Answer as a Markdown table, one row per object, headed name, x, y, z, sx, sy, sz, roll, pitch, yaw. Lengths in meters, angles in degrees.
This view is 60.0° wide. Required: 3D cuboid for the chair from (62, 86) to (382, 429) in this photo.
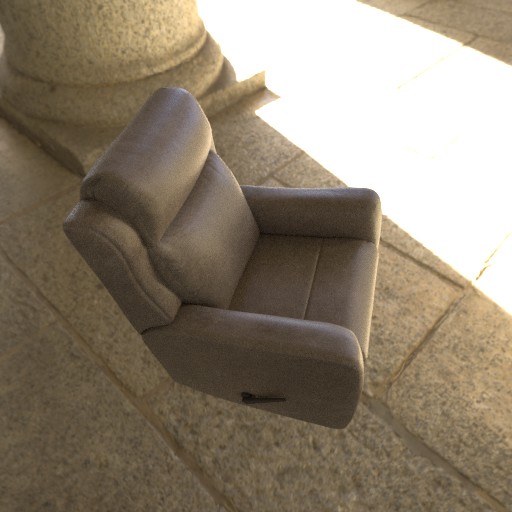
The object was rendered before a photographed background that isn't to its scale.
| name | x | y | z | sx | sy | sz | roll | pitch | yaw |
| --- | --- | --- | --- | --- | --- | --- | --- | --- | --- |
| chair | 0.000 | 0.000 | 1.882 | 1.068 | 1.116 | 0.967 | 11 | 49 | 10 |
